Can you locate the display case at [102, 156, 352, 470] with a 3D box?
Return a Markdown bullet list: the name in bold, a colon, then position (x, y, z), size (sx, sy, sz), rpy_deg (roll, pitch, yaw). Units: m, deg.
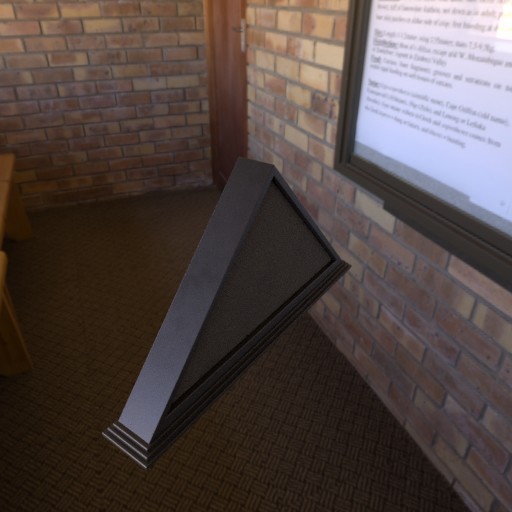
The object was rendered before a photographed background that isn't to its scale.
- **display case**: position (0.000, 0.000, 0.764), size (0.095, 0.340, 0.640), rpy_deg (20, 37, 30)
